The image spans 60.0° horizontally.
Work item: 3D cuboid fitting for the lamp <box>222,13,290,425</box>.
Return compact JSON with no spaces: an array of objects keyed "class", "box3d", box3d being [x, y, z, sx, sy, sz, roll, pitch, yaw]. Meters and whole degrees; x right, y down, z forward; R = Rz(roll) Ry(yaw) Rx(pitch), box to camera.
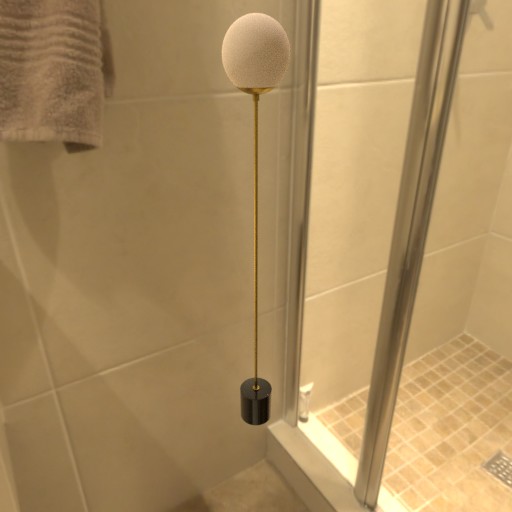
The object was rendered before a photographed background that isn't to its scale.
[{"class":"lamp","box3d":[0.000,0.000,1.816,0.229,1.748,0.229,9,28,18]}]
